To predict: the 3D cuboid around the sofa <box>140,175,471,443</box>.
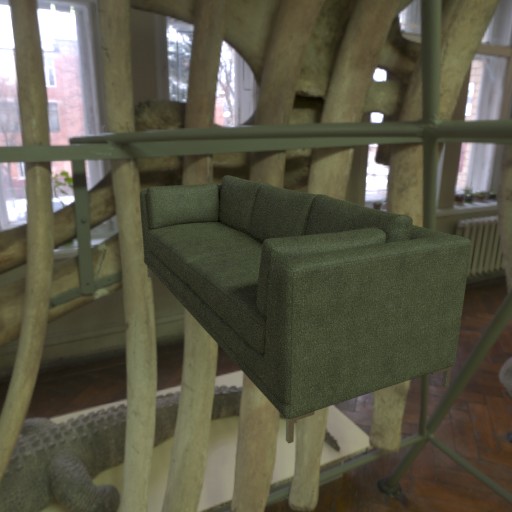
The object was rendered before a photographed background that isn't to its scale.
[{"bbox_3d":[0.000,0.000,2.902,0.969,0.867,2.415,-8,18,-26],"label":"sofa"}]
